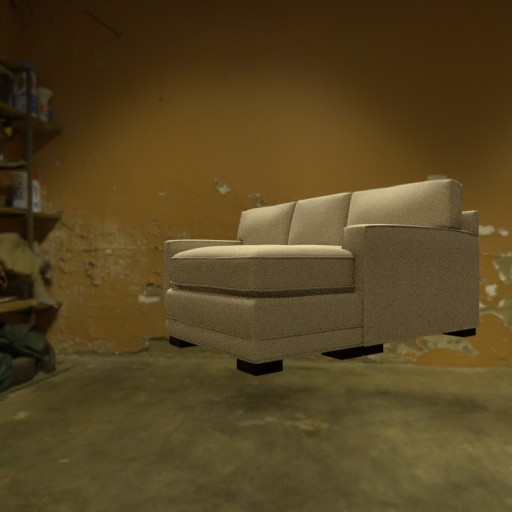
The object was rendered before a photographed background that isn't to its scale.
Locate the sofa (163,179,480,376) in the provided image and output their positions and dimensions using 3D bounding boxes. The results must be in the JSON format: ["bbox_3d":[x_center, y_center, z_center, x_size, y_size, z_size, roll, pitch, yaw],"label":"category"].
[{"bbox_3d":[0.000,0.000,2.810,1.496,0.861,2.087,0,-1,-35],"label":"sofa"}]
